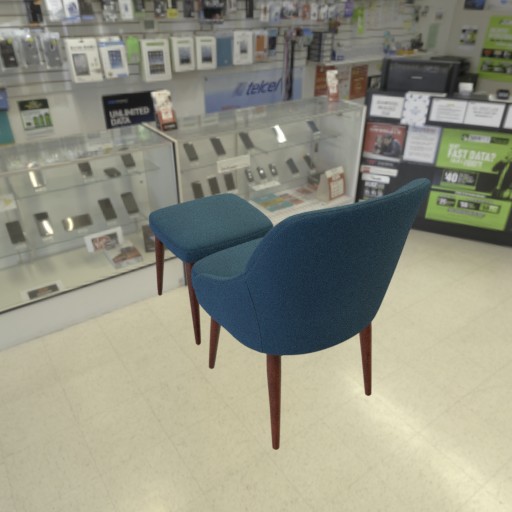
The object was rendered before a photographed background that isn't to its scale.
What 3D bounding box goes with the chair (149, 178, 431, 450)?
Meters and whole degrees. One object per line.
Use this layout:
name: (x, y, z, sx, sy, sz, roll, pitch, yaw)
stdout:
chair: (0.000, 0.000, 1.603, 0.584, 0.866, 1.114, -18, 35, -28)
